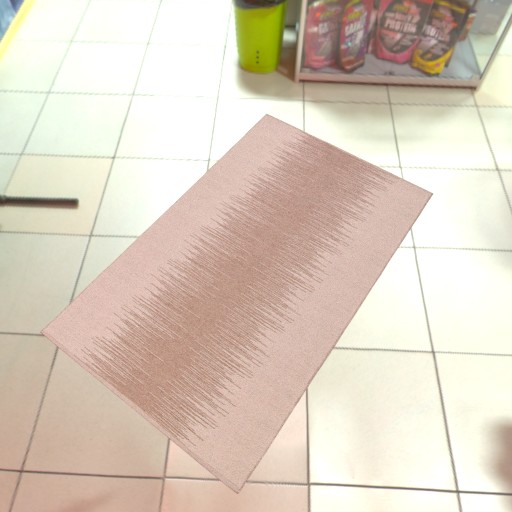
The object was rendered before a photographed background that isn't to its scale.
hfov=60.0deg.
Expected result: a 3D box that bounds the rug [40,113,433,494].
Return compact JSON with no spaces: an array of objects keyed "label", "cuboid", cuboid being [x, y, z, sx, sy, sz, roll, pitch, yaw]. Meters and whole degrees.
[{"label":"rug","cuboid":[0.000,0.000,3.014,1.522,0.012,2.440,31,63,18]}]
